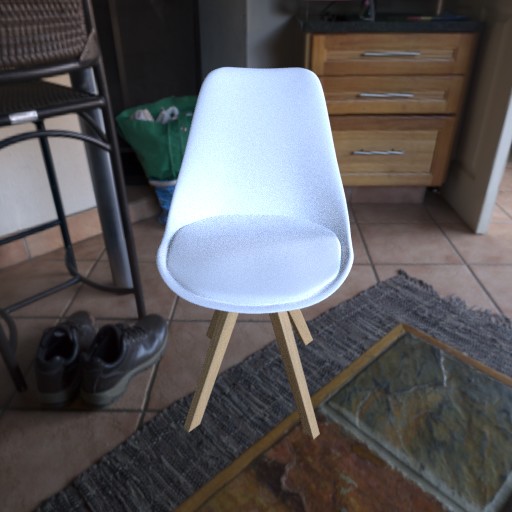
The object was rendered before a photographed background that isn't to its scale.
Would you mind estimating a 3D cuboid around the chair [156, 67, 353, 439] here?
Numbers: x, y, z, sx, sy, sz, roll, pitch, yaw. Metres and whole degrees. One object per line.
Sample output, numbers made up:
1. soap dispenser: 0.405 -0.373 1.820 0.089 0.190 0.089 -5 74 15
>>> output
1. chair: 0.000 0.000 1.160 0.485 0.849 0.550 2 31 3
